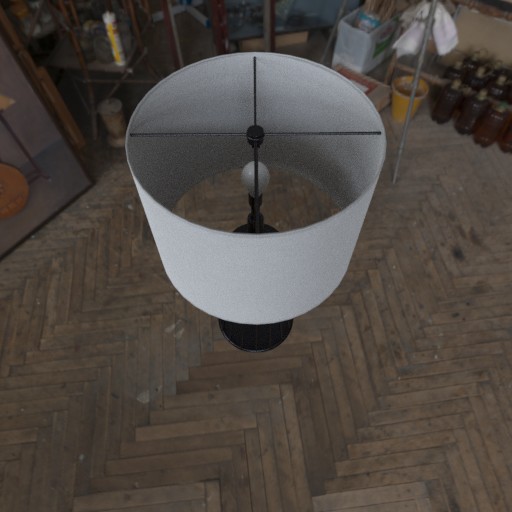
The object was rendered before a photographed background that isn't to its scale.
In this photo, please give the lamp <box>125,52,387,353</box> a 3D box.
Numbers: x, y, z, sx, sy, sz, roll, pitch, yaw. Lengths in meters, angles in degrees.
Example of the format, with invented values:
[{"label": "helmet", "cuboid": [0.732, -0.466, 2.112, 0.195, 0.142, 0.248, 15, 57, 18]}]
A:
[{"label": "lamp", "cuboid": [0.000, 0.000, 0.803, 0.322, 0.593, 0.322, -1, 58, 0]}]
